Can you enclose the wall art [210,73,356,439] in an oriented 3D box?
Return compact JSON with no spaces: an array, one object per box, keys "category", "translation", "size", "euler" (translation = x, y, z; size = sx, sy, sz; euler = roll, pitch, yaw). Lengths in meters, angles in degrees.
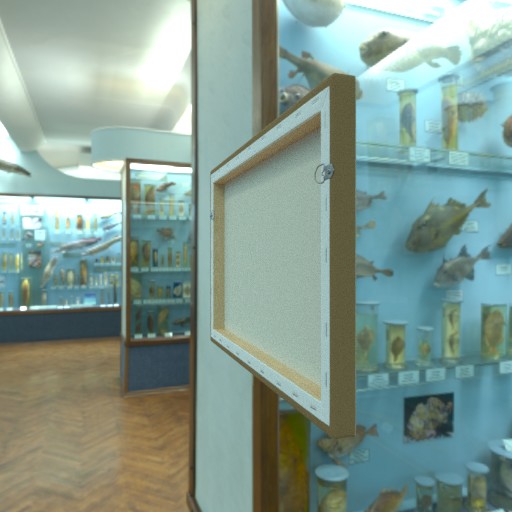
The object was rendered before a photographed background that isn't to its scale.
[{"category":"wall art","translation":[0.000,0.000,0.486],"size":[0.019,0.254,0.380],"euler":[0,0,-19]}]
